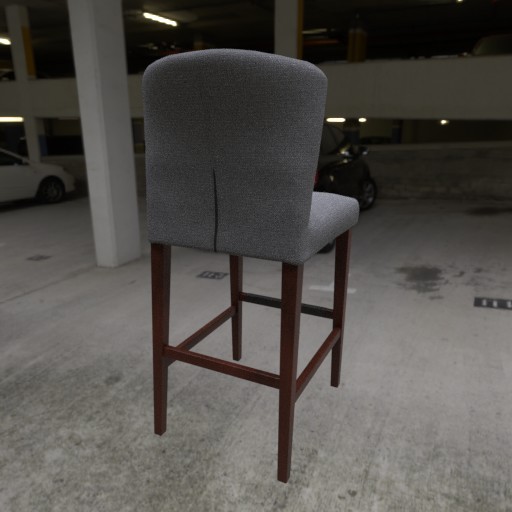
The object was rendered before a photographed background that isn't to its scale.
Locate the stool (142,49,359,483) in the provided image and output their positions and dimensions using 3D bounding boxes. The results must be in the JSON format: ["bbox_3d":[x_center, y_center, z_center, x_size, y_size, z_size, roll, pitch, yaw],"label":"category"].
[{"bbox_3d":[0.000,0.000,1.330,0.486,1.069,0.568,9,19,25],"label":"stool"}]
